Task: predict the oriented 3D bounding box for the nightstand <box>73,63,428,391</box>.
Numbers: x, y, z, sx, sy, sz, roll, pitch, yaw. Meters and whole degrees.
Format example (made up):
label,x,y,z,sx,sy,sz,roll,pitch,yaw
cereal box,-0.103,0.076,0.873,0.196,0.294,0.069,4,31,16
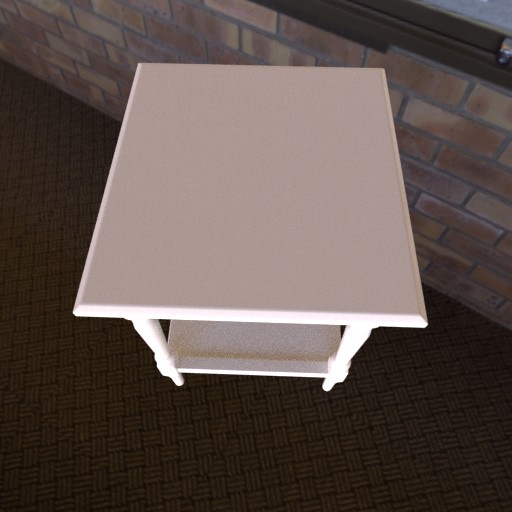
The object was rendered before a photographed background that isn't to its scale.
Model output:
label,x,y,z,sx,sy,sz,roll,pitch,yaw
nightstand,0.000,0.000,0.934,0.459,0.555,0.505,2,60,1
